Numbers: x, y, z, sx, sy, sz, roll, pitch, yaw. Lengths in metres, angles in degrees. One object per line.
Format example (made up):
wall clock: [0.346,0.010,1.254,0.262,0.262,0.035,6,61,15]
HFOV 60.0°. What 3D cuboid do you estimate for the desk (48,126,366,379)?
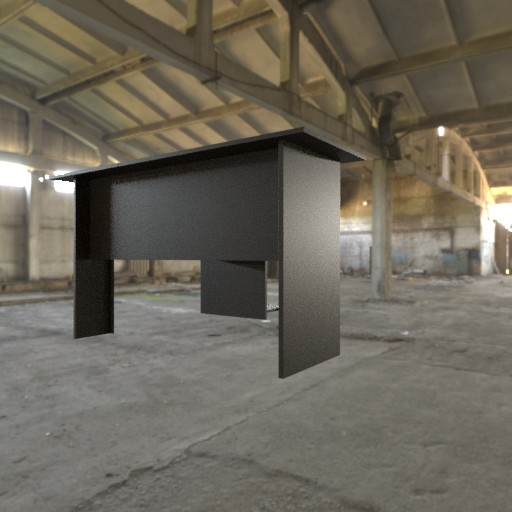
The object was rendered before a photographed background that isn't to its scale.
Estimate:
desk: [0.000,0.000,2.150,1.303,0.716,1.361,0,0,36]
